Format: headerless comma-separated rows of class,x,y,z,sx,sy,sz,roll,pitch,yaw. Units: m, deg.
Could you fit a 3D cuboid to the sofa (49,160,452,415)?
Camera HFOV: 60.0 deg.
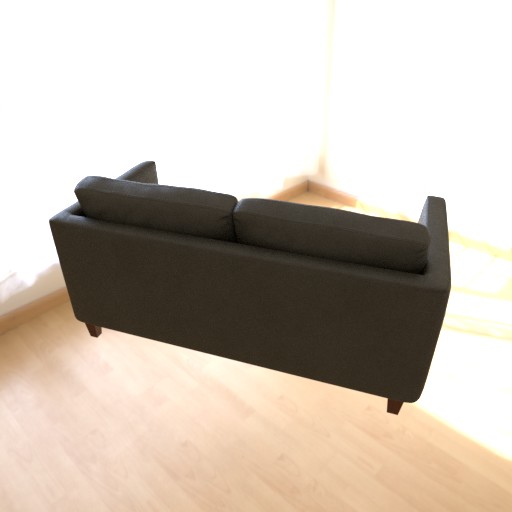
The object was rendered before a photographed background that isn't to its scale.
sofa,0.000,0.000,2.444,1.883,0.933,0.951,10,33,16
